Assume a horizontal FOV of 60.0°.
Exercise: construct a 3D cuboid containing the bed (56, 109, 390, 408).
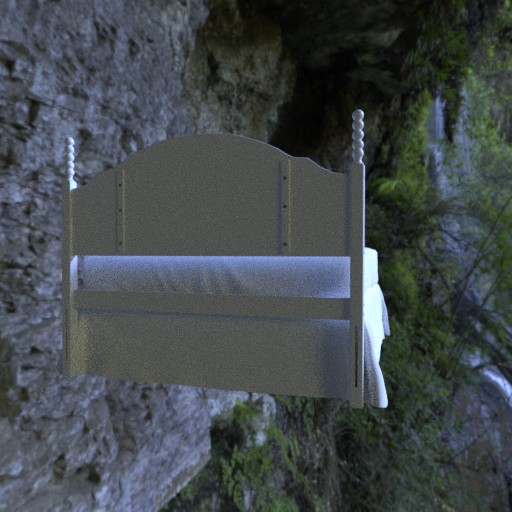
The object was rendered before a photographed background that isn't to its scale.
[{"bbox_3d":[0.000,0.000,3.206,1.873,1.356,2.040,0,1,18],"label":"bed"}]
